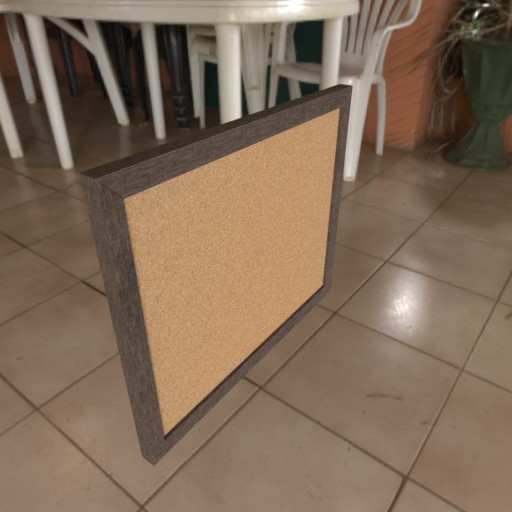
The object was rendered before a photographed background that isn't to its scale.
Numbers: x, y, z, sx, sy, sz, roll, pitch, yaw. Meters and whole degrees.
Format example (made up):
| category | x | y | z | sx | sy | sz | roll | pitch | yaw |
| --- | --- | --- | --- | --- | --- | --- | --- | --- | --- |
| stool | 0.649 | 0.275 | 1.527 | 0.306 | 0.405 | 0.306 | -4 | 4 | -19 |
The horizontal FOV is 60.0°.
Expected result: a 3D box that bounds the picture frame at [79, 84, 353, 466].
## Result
| category | x | y | z | sx | sy | sz | roll | pitch | yaw |
| --- | --- | --- | --- | --- | --- | --- | --- | --- | --- |
| picture frame | 0.000 | 0.000 | 0.733 | 0.026 | 0.455 | 0.546 | 21 | 38 | 30 |
